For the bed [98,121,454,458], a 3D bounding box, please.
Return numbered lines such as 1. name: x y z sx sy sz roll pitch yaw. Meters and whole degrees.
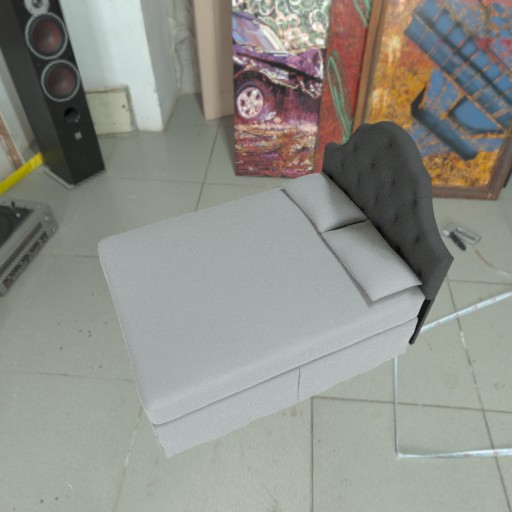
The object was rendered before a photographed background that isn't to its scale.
1. bed: 0.000 0.000 3.233 2.155 1.575 1.636 -18 49 -16
